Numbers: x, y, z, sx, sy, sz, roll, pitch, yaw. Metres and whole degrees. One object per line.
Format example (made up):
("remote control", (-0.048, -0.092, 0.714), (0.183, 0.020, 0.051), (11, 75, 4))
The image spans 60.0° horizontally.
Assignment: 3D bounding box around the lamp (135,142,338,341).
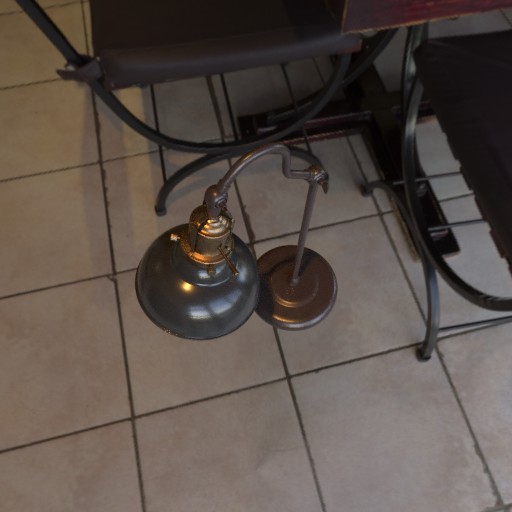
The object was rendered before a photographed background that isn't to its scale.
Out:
("lamp", (0.000, 0.000, 0.692), (0.374, 0.508, 0.192), (-30, 68, -14))
